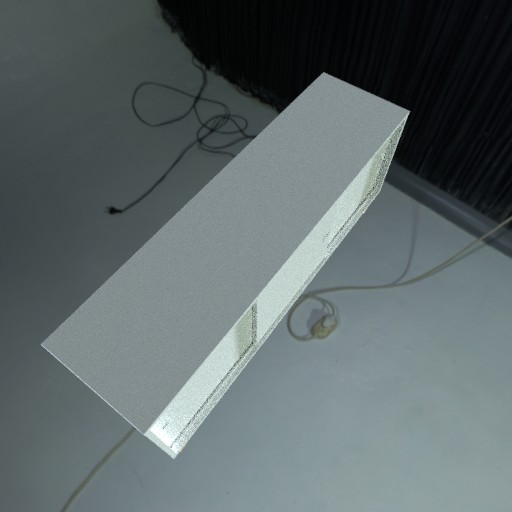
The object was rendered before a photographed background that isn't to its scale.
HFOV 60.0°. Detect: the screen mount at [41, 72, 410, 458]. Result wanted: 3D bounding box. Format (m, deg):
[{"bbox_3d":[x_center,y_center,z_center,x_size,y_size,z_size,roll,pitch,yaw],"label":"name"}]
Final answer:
[{"bbox_3d":[0.000,0.000,1.760,0.400,0.619,1.490,32,64,18],"label":"screen mount"}]
